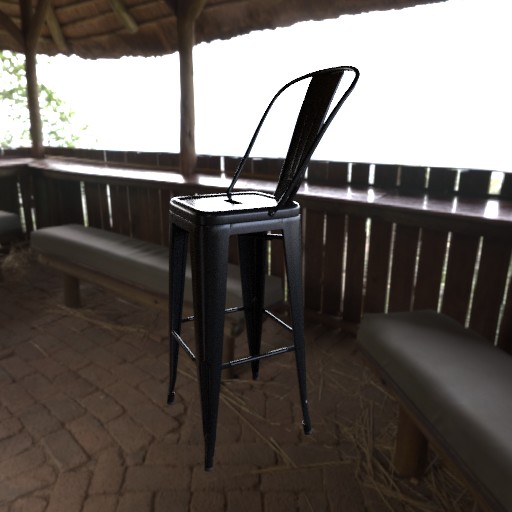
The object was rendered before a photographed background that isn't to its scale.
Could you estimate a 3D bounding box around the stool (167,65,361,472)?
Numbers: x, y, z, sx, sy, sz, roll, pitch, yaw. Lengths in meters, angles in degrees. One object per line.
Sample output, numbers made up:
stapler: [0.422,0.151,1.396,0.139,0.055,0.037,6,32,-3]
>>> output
stool: [0.000,0.000,1.352,0.513,1.096,0.399,-8,18,-27]
